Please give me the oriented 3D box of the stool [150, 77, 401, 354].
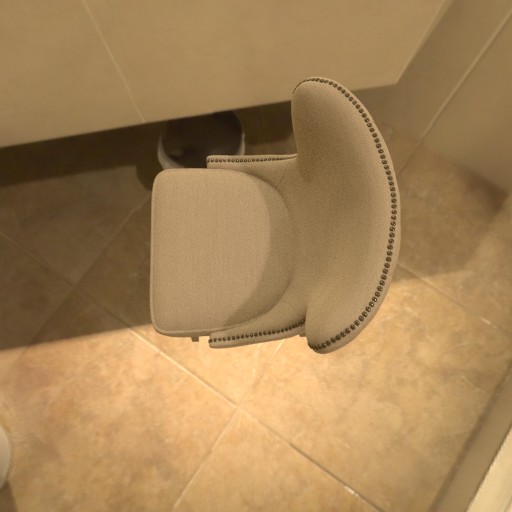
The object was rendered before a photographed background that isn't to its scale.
[{"bbox_3d":[0.000,0.000,1.361,0.597,0.972,0.615,-2,76,-1],"label":"stool"}]
